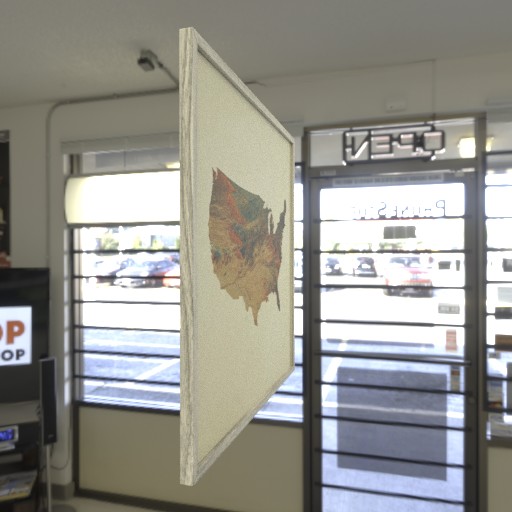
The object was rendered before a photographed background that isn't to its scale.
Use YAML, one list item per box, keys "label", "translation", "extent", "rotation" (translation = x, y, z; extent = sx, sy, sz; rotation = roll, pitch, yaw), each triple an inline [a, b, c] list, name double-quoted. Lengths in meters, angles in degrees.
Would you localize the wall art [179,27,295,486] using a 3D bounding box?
- label: "wall art"
  translation: [0.000, 0.000, 0.733]
  extent: [0.016, 0.507, 0.508]
  rotation: [0, 1, 18]
